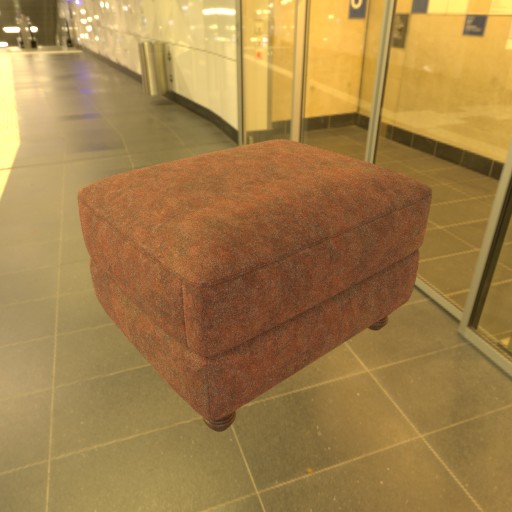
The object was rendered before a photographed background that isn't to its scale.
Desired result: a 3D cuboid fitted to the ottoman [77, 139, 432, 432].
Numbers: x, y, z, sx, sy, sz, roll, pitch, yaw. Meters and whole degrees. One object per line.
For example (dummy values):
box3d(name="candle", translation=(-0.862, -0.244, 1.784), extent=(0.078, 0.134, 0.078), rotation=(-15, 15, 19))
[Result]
box3d(name="ottoman", translation=(0.000, 0.000, 1.225), extent=(0.787, 0.508, 0.635), rotation=(-22, 36, -34))
